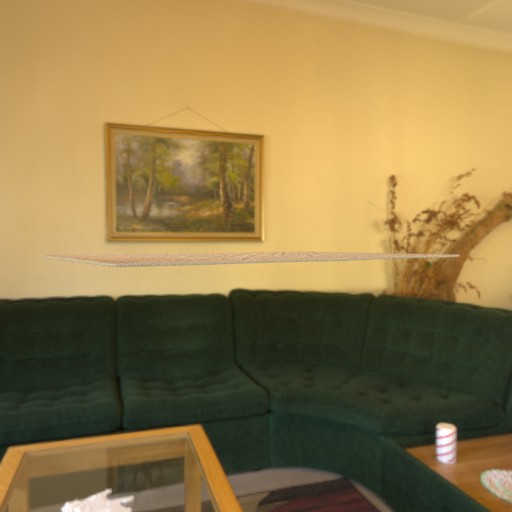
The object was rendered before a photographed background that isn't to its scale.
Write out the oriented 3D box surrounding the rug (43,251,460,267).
[{"bbox_3d":[0.000,0.000,3.080,2.459,0.023,1.575,-1,2,-35],"label":"rug"}]
